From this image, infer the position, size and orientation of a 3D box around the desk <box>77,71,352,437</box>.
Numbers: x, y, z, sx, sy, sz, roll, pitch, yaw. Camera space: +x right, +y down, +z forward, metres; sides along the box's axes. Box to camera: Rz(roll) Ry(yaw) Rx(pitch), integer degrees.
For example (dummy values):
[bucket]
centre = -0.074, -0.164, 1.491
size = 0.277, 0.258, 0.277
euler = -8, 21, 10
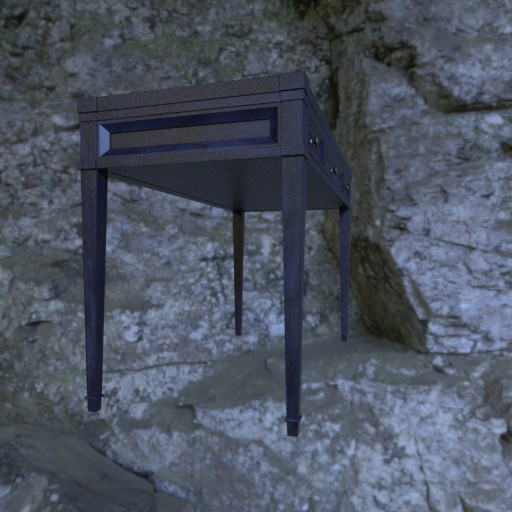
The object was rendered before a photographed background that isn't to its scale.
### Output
[desk]
centre = 0.000, 0.000, 1.734
size = 0.630, 0.861, 1.289
euler = 0, 0, 17
